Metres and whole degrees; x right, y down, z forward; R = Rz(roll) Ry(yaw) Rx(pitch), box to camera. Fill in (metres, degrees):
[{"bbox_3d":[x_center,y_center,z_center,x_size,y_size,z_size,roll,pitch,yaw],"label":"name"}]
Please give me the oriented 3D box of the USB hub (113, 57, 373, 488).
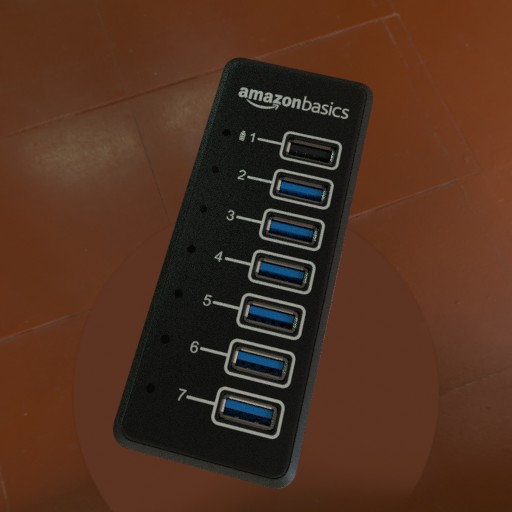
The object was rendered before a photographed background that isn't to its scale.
[{"bbox_3d":[0.000,0.000,0.126,0.044,0.023,0.110,13,76,4],"label":"USB hub"}]
